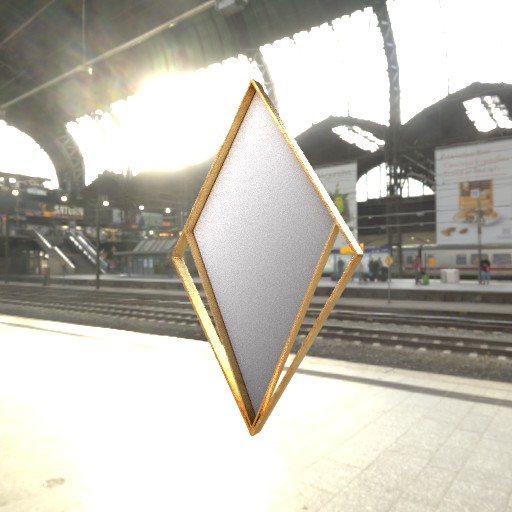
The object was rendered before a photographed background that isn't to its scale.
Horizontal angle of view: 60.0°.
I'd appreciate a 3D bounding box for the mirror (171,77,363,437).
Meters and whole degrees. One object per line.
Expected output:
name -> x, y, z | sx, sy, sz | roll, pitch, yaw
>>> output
mirror -> 0.000, 0.000, 0.850 | 0.419, 0.679, 0.032 | -1, -1, 34
